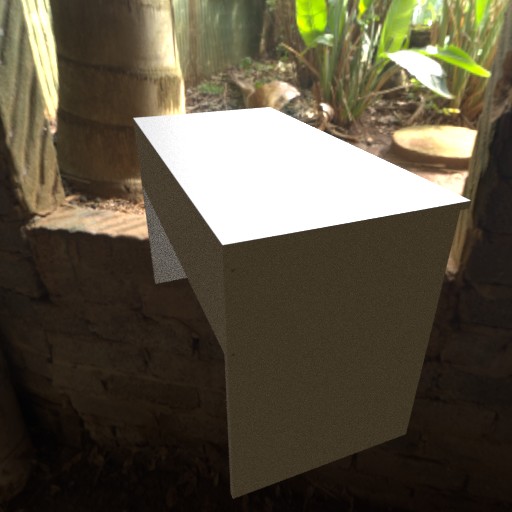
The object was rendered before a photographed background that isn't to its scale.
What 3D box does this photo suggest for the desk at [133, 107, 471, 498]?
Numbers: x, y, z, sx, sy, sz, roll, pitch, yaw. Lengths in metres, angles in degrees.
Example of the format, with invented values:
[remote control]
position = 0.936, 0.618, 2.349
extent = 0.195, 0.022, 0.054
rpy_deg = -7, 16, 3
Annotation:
[desk]
position = 0.000, 0.000, 1.486
extent = 0.560, 0.730, 1.100
rpy_deg = -11, 31, -19
